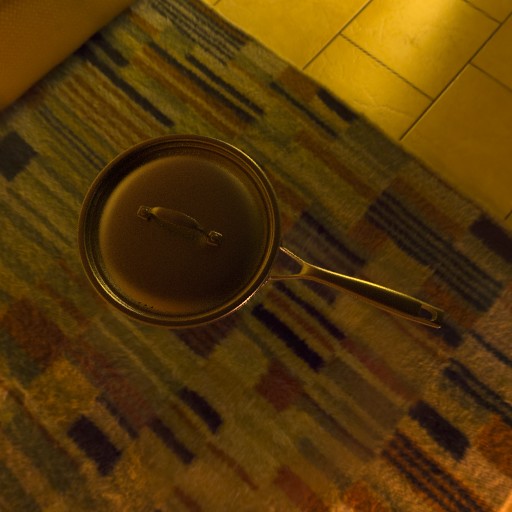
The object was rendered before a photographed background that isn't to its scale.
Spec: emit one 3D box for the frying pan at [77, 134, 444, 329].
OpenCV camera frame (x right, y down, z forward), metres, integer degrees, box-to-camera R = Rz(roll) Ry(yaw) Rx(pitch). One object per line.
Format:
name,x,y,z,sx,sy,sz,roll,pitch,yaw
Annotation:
frying pan,0.000,0.000,0.590,0.490,0.086,0.272,20,76,5
